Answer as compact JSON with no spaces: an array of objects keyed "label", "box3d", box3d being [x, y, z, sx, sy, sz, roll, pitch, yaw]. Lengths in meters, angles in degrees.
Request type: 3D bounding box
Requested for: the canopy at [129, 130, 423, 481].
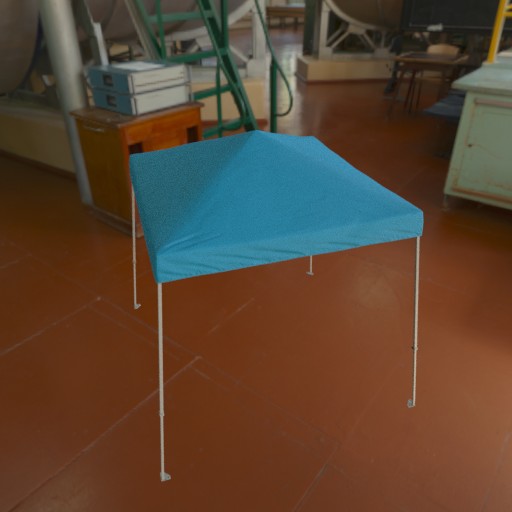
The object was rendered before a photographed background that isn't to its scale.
[{"label":"canopy","box3d":[0.000,0.000,5.018,2.849,2.849,2.848,-10,33,-15]}]
